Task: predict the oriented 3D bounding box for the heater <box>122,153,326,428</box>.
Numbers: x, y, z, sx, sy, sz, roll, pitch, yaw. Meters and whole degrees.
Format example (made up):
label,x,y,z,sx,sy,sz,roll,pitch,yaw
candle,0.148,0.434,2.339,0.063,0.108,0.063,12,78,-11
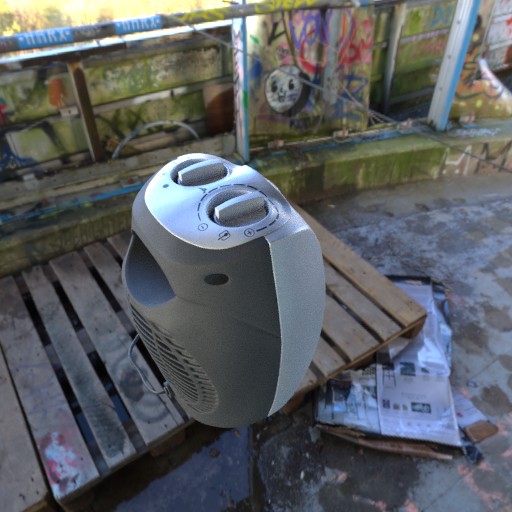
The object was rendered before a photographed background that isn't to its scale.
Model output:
label,x,y,z,sx,sy,sz,roll,pitch,yaw
heater,0.000,0.000,0.463,0.291,0.240,0.239,-23,46,-25
